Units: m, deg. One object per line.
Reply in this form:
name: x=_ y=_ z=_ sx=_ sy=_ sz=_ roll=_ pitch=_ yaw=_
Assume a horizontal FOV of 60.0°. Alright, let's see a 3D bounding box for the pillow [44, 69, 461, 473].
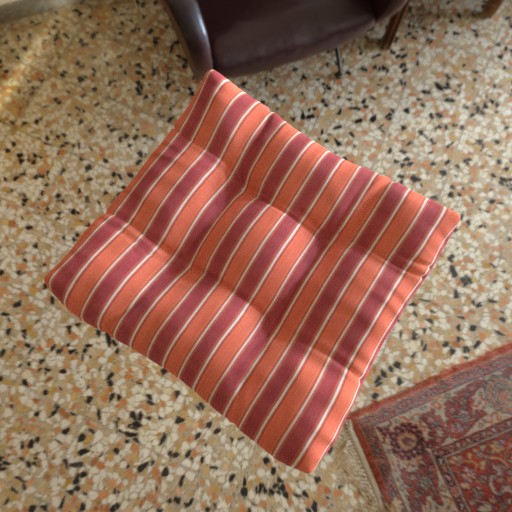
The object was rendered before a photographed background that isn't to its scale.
pillow: x=0.000 y=0.000 z=0.711 sx=0.490 sy=0.133 sz=0.468 roll=33 pitch=76 yaw=9
